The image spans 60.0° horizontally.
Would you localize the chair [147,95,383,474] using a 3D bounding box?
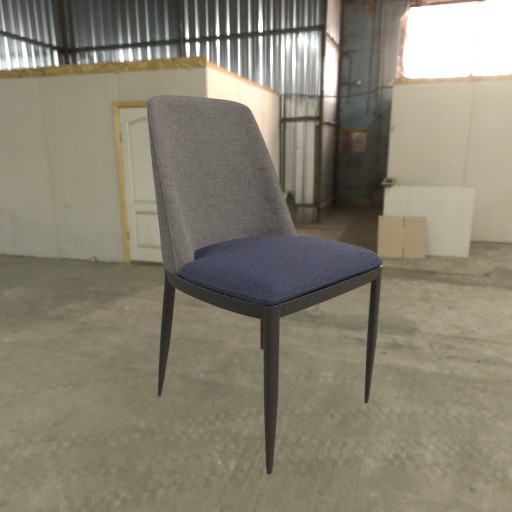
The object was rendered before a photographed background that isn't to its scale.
[{"bbox_3d":[0.000,0.000,1.214,0.488,0.855,0.550,-14,20,-42],"label":"chair"}]
